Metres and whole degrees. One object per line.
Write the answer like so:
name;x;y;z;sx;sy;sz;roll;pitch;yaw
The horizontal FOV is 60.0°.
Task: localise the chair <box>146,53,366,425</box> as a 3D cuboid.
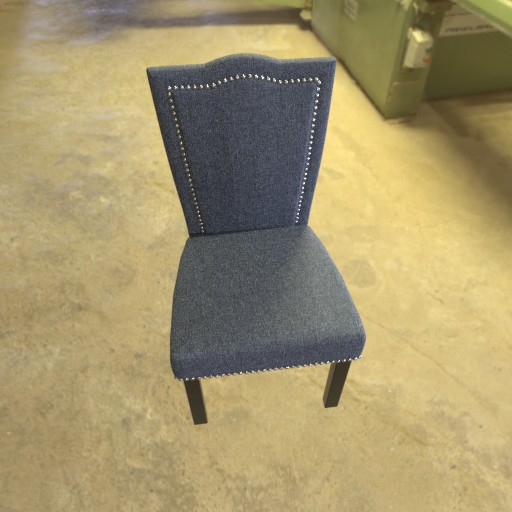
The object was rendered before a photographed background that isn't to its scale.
chair;0.000;0.000;1.287;0.518;0.946;0.589;-5;46;-5
